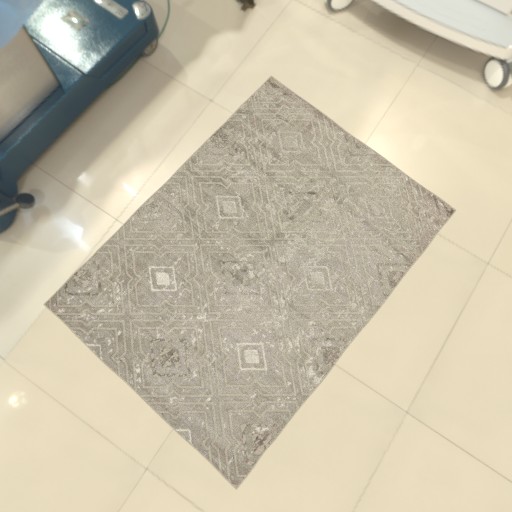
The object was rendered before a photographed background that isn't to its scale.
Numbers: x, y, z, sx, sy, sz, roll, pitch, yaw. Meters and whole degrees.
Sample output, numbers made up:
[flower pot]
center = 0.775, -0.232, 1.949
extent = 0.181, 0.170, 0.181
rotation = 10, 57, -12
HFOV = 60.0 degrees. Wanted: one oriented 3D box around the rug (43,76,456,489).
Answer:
[rug]
center = 0.000, 0.000, 4.324
extent = 2.448, 0.020, 3.359
rotation = 40, 78, 10
